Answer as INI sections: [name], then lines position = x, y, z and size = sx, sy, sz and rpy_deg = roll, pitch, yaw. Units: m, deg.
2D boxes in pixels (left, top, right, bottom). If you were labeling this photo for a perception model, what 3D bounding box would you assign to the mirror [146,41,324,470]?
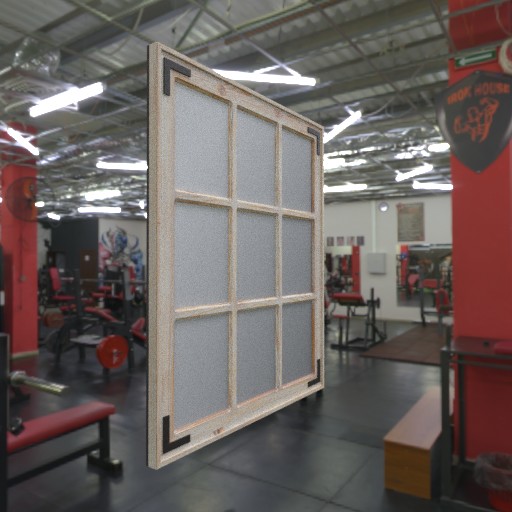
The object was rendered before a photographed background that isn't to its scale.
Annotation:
[mirror]
position = 0.000, 0.000, 1.215
size = 0.032, 0.882, 0.730
rpy_deg = 0, -1, 37
